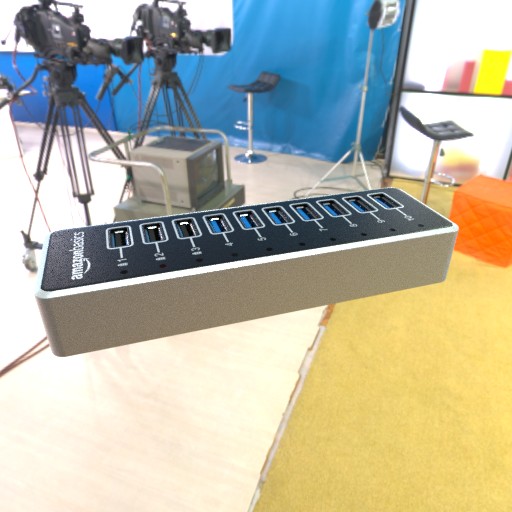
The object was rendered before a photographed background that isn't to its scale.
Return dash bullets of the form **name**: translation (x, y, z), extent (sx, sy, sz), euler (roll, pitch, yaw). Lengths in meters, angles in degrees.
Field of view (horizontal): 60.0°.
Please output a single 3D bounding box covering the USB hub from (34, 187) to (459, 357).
- **USB hub**: translation (0.000, 0.000, 0.166), extent (0.145, 0.023, 0.044), euler (-9, 32, -15)
